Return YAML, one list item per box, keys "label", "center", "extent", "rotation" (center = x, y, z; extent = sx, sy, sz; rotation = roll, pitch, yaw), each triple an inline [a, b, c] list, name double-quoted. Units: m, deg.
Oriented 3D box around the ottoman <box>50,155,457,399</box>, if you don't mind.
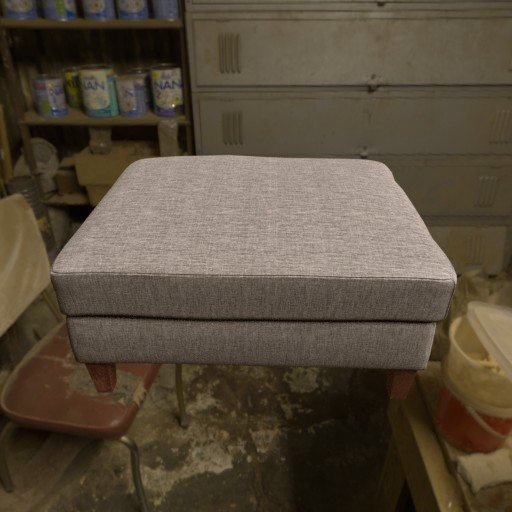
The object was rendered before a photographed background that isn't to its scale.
- label: "ottoman"
  center: [0.000, 0.000, 1.490]
  extent: [0.994, 0.492, 0.839]
  rotation: [1, 31, 1]
